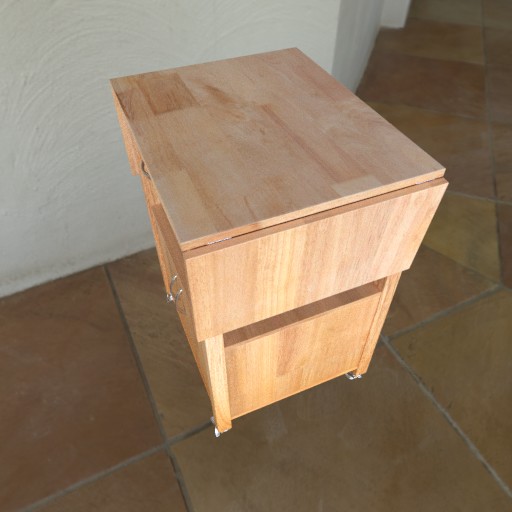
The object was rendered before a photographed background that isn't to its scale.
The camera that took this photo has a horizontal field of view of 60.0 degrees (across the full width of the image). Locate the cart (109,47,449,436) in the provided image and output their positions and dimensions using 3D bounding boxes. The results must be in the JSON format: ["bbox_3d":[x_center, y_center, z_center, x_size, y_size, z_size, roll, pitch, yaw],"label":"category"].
[{"bbox_3d":[0.000,0.000,1.232,0.508,0.838,0.640,-17,49,-16],"label":"cart"}]
